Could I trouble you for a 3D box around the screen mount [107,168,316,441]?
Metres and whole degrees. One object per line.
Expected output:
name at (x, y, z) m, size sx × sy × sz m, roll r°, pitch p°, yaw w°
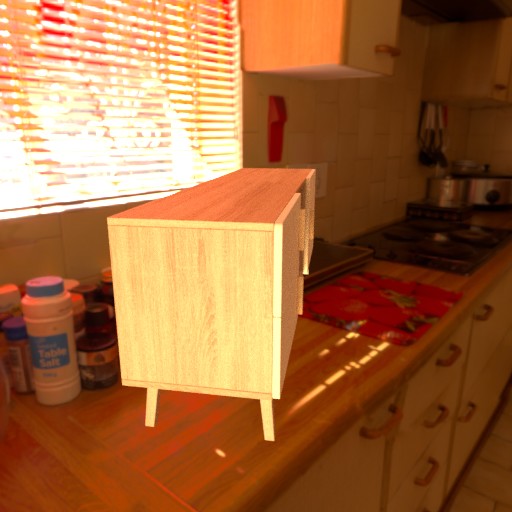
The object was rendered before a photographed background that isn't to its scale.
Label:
screen mount at (0.000, 0.000, 1.755) m, size 0.420 × 0.570 × 1.500 m, roll 3°, pitch 16°, yaw 10°
